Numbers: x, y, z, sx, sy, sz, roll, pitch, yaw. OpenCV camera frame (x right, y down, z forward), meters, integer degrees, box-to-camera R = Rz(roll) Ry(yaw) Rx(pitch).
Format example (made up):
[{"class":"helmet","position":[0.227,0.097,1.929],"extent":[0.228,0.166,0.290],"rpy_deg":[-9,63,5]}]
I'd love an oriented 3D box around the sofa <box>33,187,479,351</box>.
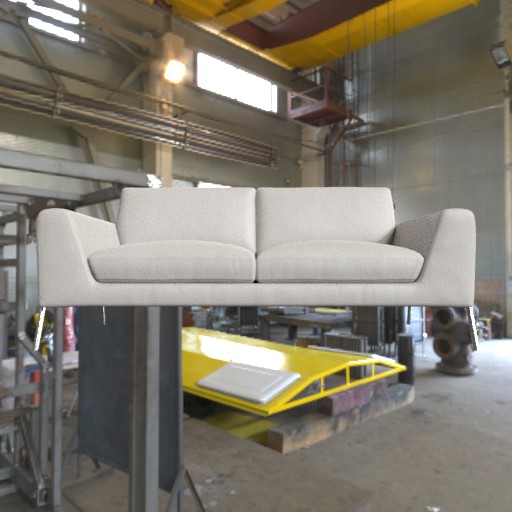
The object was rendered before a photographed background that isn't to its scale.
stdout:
[{"class":"sofa","position":[0.000,0.000,2.465],"extent":[2.017,0.875,0.953],"rpy_deg":[0,-1,0]}]
